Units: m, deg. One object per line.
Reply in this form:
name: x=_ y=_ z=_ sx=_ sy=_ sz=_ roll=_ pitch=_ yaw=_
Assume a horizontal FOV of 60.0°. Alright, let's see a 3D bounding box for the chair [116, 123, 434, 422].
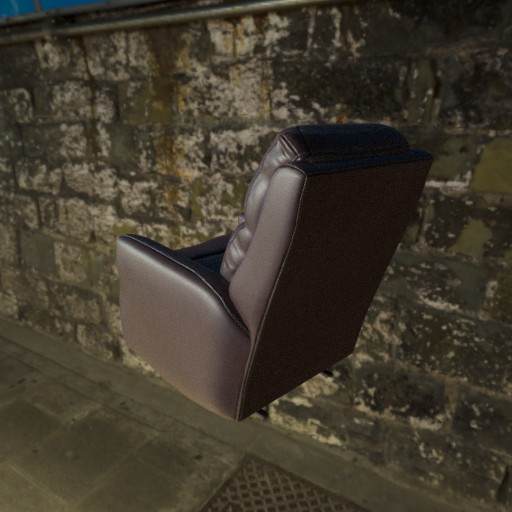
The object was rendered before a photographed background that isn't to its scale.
chair: x=0.000 y=0.000 z=1.784 sx=0.829 sy=1.030 sz=1.080 roll=-16 pitch=24 yaw=-41
